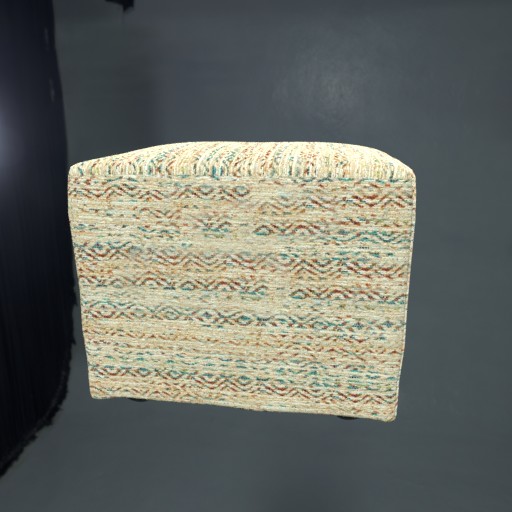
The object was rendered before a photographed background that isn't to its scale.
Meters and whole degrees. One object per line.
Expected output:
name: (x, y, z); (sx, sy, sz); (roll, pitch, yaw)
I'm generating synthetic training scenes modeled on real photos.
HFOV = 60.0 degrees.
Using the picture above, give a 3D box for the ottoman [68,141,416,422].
ottoman: (0.000, 0.000, 0.911); (0.521, 0.453, 0.512); (2, 16, 8)
